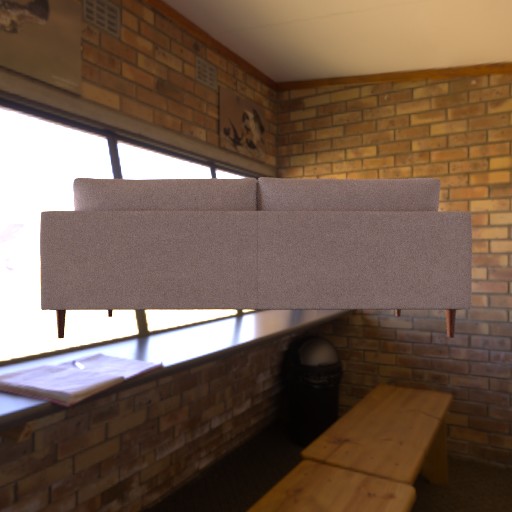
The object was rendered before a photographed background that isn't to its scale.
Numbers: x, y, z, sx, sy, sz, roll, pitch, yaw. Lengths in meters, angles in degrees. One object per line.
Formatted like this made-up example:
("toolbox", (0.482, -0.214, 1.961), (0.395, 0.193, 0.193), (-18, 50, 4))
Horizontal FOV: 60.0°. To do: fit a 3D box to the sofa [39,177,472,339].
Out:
("sofa", (0.000, 0.000, 2.779), (2.250, 0.868, 1.020), (0, 0, -1))
